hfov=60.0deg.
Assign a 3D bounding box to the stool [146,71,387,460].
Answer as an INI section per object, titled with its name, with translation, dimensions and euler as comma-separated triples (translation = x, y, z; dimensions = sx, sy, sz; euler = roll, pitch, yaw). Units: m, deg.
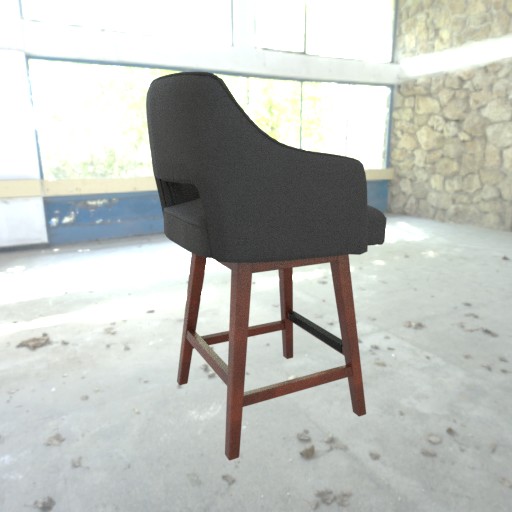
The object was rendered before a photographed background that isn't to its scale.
[stool]
translation = 0.000, 0.000, 1.258
dimensions = 0.558, 0.912, 0.548
euler = -7, 15, -26
